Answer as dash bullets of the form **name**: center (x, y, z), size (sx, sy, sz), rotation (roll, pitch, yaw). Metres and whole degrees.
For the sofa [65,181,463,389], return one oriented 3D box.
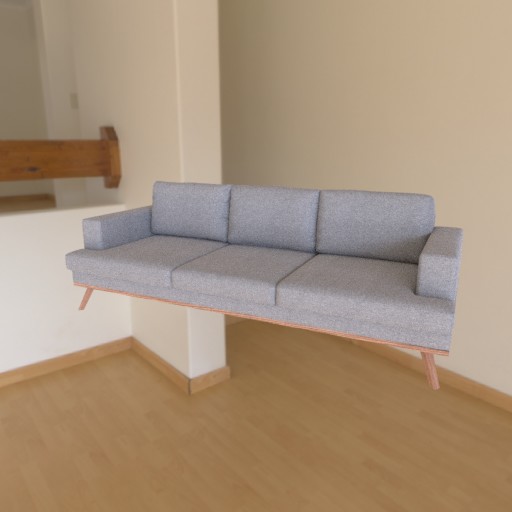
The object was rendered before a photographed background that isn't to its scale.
- **sofa**: center (0.000, 0.000, 2.749), size (2.310, 0.810, 0.920), rotation (7, 16, 25)
